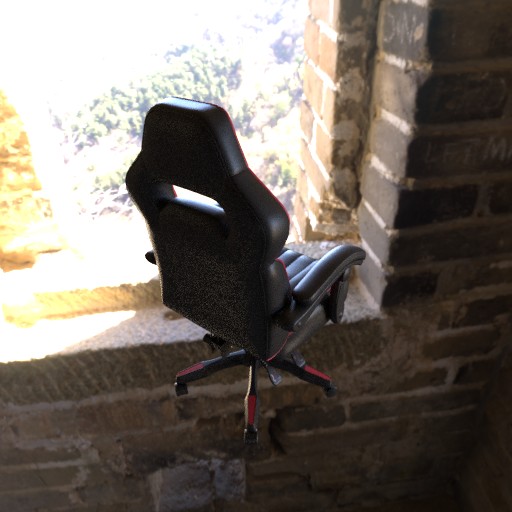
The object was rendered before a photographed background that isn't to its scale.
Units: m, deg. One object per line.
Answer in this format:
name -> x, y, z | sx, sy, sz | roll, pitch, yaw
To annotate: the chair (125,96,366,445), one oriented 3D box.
chair -> 0.000, 0.000, 1.658 | 0.700, 1.220, 0.700 | 22, 38, 32
